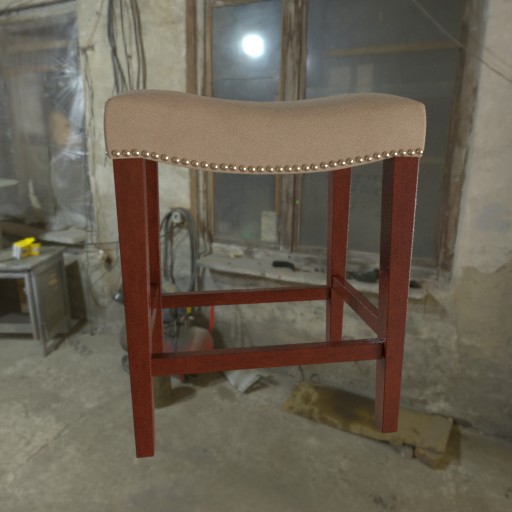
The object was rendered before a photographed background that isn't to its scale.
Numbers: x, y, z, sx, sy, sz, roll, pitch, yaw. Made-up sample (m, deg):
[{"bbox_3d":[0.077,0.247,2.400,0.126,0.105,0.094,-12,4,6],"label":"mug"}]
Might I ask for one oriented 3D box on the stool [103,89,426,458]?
[{"bbox_3d":[0.000,0.000,0.916,0.509,0.632,0.375,-2,15,-8],"label":"stool"}]
